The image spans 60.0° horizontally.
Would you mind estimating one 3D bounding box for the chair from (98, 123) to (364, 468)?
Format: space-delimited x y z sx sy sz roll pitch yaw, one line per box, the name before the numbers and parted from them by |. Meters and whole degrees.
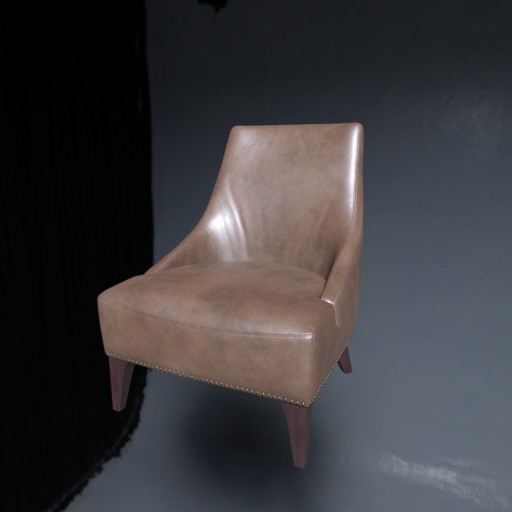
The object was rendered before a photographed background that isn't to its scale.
chair | 0.000 0.000 1.531 0.701 0.909 0.861 6 15 24
